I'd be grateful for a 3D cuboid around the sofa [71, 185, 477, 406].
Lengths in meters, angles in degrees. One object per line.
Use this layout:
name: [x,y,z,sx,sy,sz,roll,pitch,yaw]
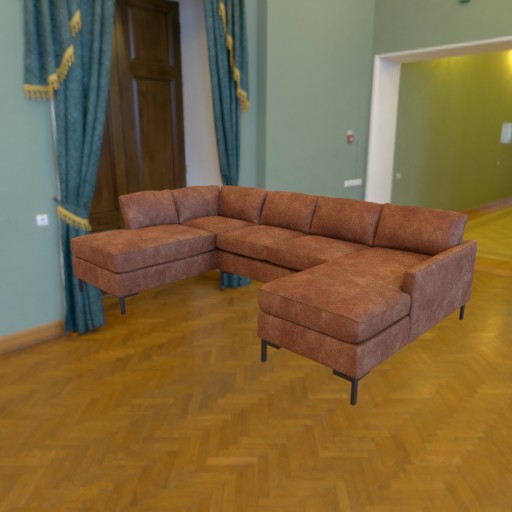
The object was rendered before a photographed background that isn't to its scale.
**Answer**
sofa: [0.000,0.000,3.795,2.956,0.900,1.939,14,21,42]
